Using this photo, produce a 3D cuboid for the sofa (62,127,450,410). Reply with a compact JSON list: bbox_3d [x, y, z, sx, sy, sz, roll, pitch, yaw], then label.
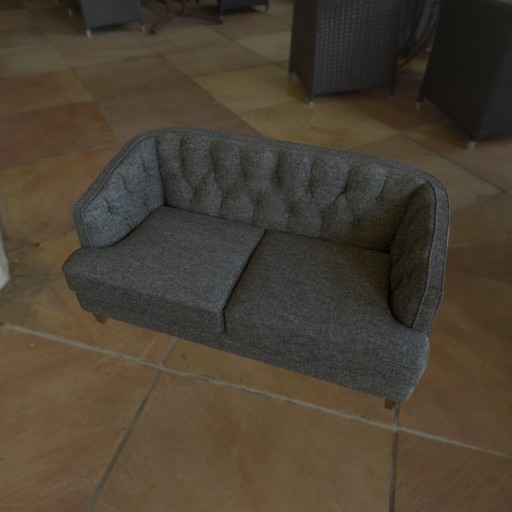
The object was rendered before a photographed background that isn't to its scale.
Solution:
[{"bbox_3d":[0.000,0.000,2.272,1.733,0.855,0.941,13,43,14],"label":"sofa"}]
